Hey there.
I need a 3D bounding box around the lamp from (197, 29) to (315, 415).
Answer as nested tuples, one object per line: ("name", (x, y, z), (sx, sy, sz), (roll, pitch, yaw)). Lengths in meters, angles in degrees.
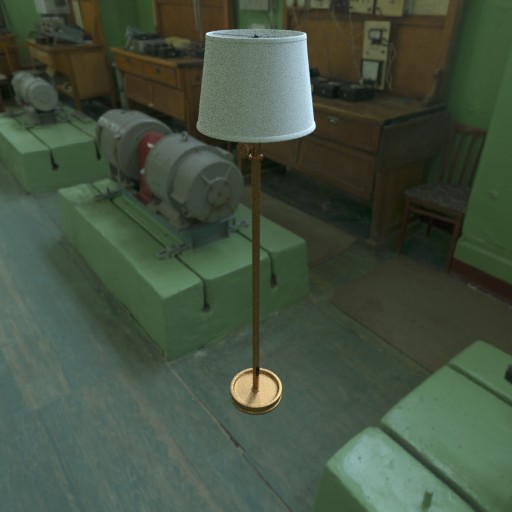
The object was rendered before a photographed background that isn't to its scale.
("lamp", (0.000, 0.000, 0.789), (0.178, 0.710, 0.178), (0, 31, 0))
